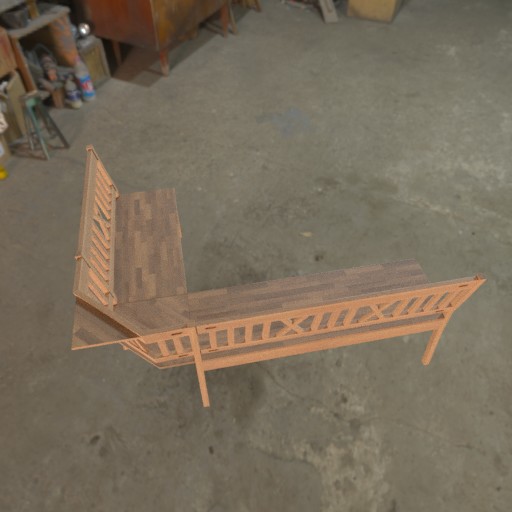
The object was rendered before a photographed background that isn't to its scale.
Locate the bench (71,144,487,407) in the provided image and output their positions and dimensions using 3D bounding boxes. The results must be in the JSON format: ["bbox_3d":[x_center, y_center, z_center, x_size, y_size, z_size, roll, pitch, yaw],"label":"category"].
[{"bbox_3d":[0.000,0.000,2.820,1.937,0.902,1.537,-8,48,-8],"label":"bench"}]
